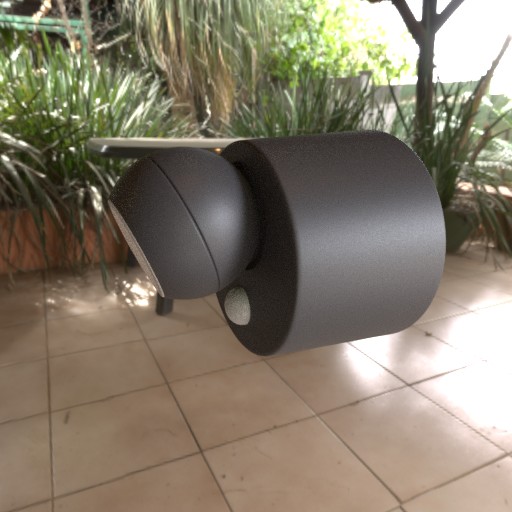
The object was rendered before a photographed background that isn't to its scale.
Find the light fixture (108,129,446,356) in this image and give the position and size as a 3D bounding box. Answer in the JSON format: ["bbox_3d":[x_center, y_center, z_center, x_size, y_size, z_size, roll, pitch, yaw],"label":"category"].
[{"bbox_3d":[0.000,0.000,0.262,0.160,0.143,0.134,-8,18,-25],"label":"light fixture"}]
